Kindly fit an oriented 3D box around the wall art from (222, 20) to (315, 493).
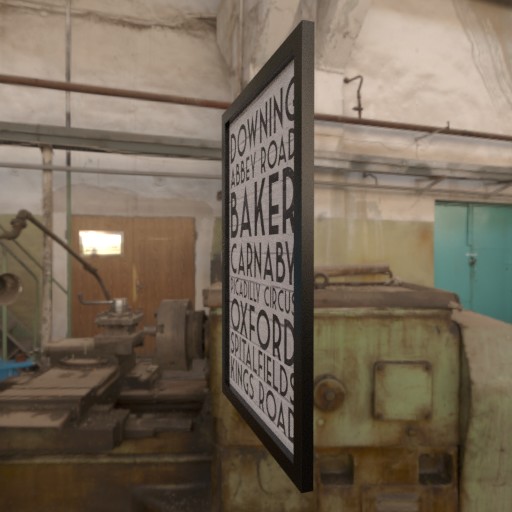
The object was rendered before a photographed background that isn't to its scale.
[{"bbox_3d":[0.000,0.000,0.836,0.019,0.656,0.462,0,1,-18],"label":"wall art"}]
